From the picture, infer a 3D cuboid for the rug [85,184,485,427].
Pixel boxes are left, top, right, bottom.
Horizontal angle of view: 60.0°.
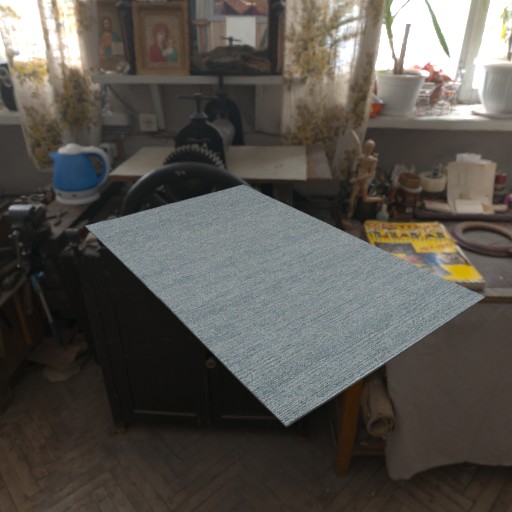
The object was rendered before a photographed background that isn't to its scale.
[{"bbox_3d":[0.000,0.000,2.314,1.174,0.022,1.853,-20,35,-32],"label":"rug"}]
